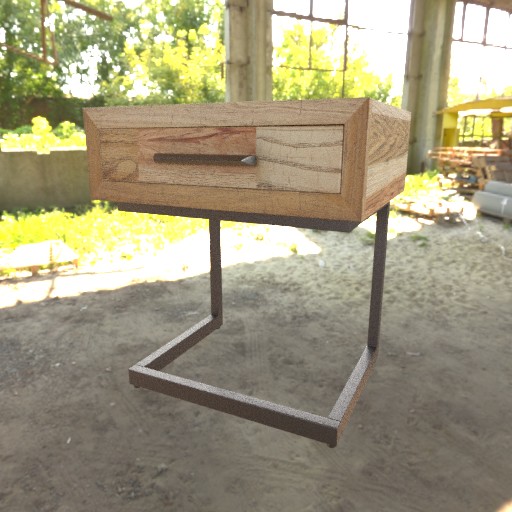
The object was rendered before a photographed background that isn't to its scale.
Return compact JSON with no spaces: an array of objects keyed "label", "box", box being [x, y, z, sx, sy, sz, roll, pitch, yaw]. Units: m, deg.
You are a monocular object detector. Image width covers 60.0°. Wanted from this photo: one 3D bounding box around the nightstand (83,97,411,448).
[{"label":"nightstand","box":[0.000,0.000,1.005,0.558,0.632,0.481,7,17,25]}]
